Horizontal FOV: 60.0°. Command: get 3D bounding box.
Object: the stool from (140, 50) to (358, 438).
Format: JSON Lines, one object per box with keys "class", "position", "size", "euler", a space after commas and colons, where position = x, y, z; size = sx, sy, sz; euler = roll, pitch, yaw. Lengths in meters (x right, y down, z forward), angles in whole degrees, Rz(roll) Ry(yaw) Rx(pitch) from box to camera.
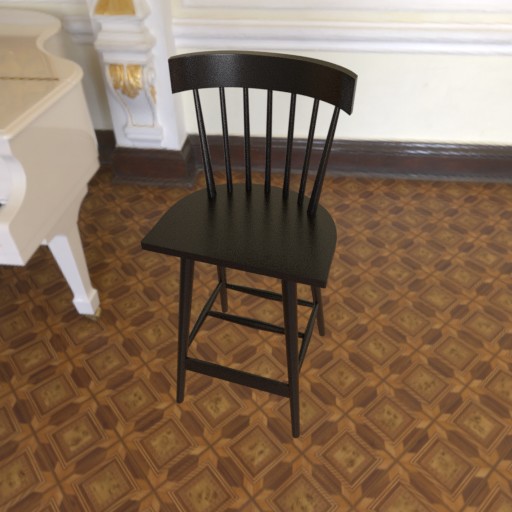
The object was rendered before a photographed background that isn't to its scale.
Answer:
{"class": "stool", "position": [0.000, 0.000, 1.343], "size": [0.482, 1.092, 0.483], "euler": [12, 42, 13]}
